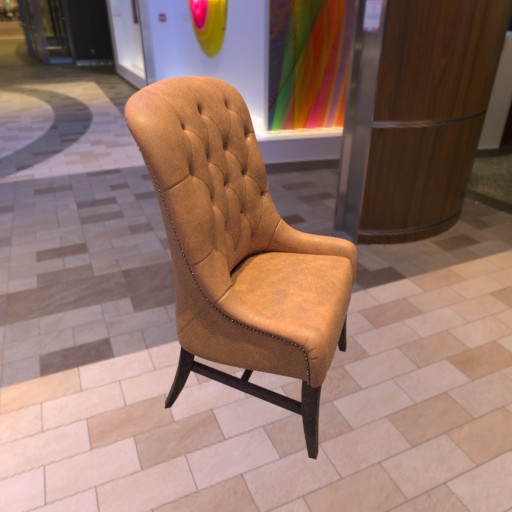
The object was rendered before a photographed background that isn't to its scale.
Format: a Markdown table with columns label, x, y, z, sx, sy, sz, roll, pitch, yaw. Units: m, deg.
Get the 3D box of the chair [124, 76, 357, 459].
| label | x | y | z | sx | sy | sz | roll | pitch | yaw |
| --- | --- | --- | --- | --- | --- | --- | --- | --- | --- |
| chair | 0.000 | 0.000 | 1.491 | 0.629 | 1.091 | 0.634 | 10 | 31 | 17 |
